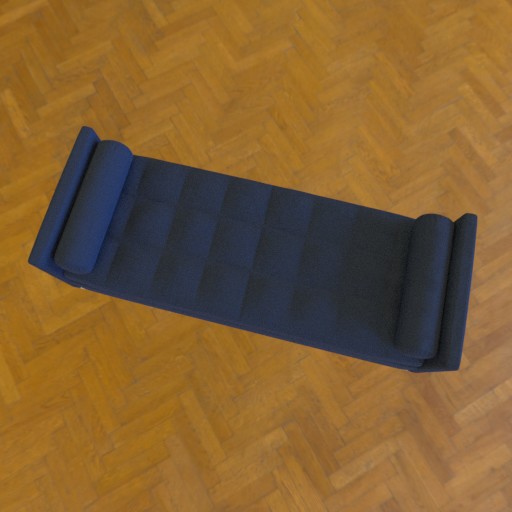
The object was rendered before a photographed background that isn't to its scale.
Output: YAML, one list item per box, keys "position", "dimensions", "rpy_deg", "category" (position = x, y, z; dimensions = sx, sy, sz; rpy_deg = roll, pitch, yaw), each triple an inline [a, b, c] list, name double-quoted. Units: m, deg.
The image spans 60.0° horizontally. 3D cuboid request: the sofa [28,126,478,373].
- position: [0.000, 0.000, 2.461]
  dimensions: [2.102, 0.657, 0.797]
  rpy_deg: [14, 75, 4]
  category: "sofa"
